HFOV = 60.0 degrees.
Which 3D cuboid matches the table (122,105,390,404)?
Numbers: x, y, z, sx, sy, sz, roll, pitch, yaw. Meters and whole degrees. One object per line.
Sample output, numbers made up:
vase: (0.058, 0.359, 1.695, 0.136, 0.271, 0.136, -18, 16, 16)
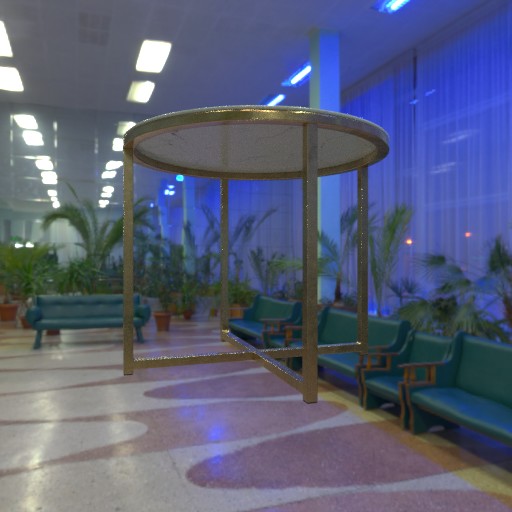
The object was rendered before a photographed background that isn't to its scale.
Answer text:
table: (0.000, 0.000, 0.866, 0.500, 0.420, 0.500, 0, 0, 0)
